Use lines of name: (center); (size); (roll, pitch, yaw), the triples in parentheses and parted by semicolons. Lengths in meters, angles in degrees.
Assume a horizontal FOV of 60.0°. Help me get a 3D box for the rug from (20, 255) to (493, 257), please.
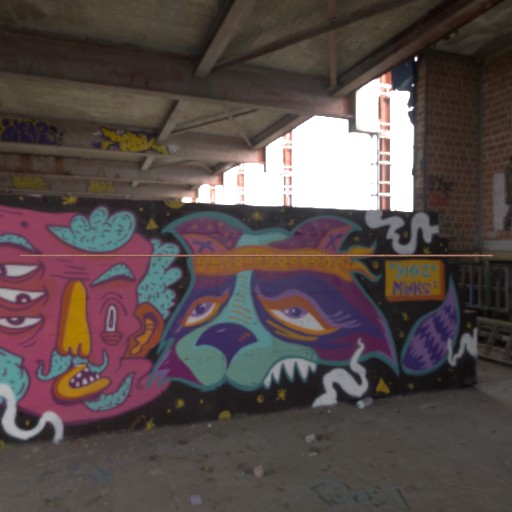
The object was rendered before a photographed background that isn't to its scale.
rug: (0.000, 0.000, 3.034); (2.438, 0.008, 1.523); (0, 0, 0)
